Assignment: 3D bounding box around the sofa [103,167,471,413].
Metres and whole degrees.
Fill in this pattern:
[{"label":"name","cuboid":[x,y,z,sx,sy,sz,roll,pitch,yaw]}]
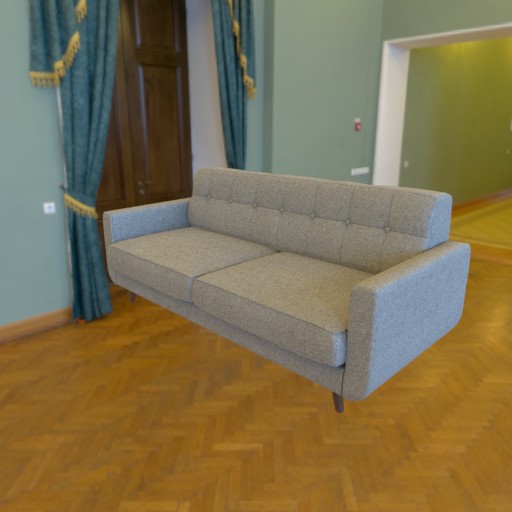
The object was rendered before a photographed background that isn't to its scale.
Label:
[{"label":"sofa","cuboid":[0.000,0.000,2.592,2.055,0.873,0.968,16,23,42]}]
